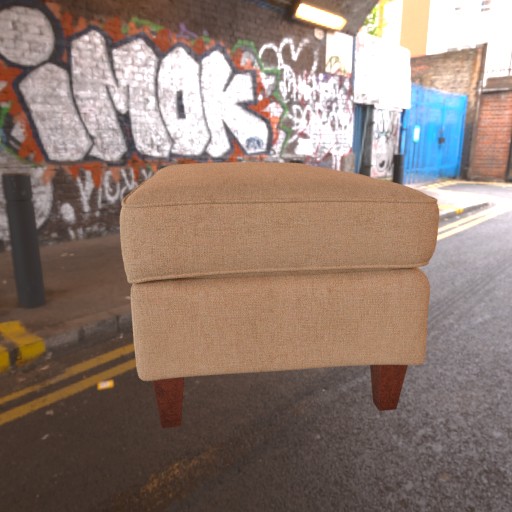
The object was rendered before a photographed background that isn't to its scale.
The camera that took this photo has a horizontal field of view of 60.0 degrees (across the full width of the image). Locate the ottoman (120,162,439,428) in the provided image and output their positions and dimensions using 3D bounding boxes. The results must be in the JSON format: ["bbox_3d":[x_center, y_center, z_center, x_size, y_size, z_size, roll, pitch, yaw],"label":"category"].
[{"bbox_3d":[0.000,0.000,1.206,0.583,0.484,0.862,-2,14,-8],"label":"ottoman"}]
